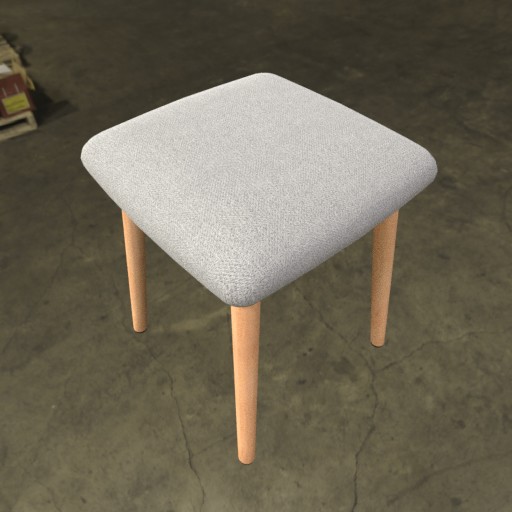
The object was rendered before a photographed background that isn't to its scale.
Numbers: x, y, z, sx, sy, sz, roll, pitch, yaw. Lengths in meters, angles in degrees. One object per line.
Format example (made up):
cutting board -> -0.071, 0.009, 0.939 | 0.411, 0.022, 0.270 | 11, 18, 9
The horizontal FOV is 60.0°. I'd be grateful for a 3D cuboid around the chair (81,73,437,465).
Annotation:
chair -> 0.000, 0.000, 0.691 | 0.350, 0.440, 0.350 | -32, 54, -27
